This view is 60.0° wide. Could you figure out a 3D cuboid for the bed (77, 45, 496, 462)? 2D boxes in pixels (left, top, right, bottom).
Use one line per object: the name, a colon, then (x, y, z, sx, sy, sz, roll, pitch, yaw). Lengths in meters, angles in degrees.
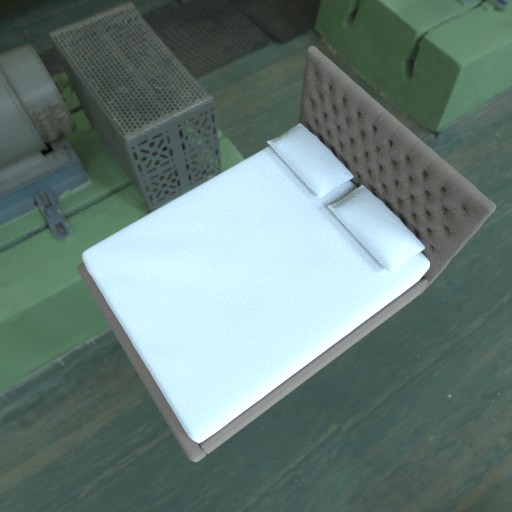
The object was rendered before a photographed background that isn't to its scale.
bed: (0.000, 0.000, 3.166, 2.233, 1.426, 1.696, -33, 68, -15)
